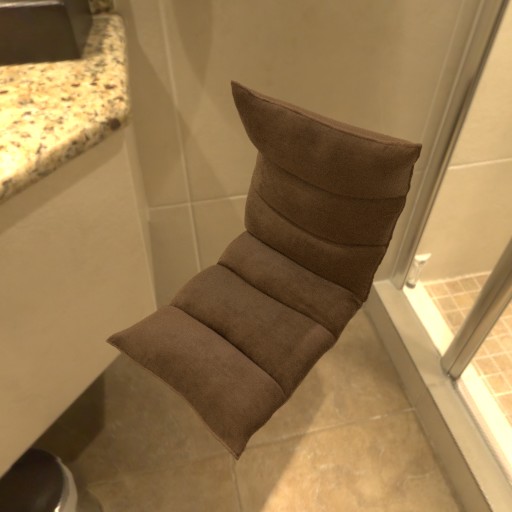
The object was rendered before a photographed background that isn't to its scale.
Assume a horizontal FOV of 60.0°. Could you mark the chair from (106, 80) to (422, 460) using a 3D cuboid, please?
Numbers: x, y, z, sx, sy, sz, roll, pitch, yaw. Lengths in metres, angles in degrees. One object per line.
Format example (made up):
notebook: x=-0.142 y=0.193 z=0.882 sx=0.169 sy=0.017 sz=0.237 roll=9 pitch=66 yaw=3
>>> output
chair: x=0.000 y=0.000 z=1.597 sx=0.714 sy=0.892 sz=0.985 roll=31 pitch=54 yaw=27
